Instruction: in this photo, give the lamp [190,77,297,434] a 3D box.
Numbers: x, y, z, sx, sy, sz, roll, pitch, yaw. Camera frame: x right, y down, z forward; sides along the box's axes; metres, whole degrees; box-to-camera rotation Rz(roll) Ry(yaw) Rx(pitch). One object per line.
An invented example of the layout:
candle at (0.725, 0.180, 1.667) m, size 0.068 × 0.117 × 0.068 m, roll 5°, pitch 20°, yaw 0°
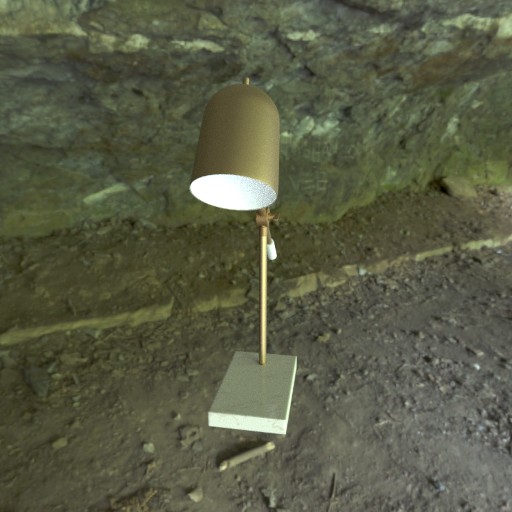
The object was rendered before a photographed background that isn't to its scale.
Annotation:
lamp at (0.000, 0.000, 0.826) m, size 0.144 × 0.603 × 0.471 m, roll 3°, pitch 16°, yaw 9°
